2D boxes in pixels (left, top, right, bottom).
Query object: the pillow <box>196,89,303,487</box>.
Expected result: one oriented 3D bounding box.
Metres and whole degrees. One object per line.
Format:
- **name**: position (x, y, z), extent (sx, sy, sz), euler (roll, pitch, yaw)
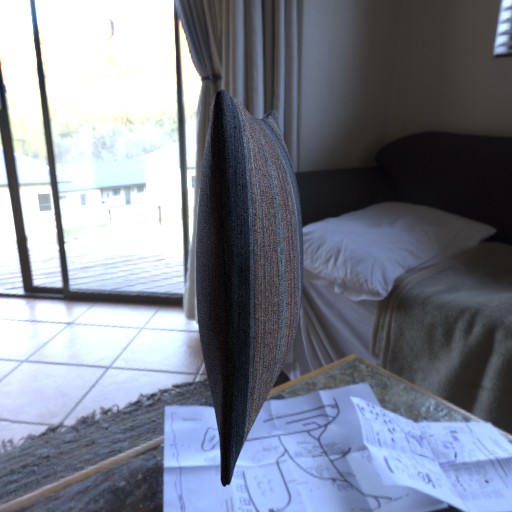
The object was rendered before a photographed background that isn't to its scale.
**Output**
- **pillow**: position (0.000, 0.000, 0.638), extent (0.136, 0.419, 0.437), euler (2, 16, 8)
